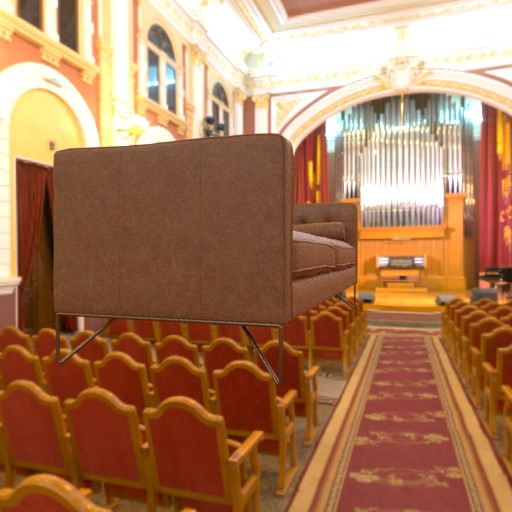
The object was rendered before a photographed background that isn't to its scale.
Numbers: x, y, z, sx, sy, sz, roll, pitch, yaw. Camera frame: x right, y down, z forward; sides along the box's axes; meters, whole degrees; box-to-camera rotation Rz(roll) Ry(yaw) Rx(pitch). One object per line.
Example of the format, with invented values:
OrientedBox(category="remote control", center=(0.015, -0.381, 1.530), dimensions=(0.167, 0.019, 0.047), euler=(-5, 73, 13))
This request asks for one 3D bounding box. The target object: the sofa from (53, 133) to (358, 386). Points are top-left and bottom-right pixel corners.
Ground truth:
OrientedBox(category="sofa", center=(0.000, 0.000, 2.466), dimensions=(0.912, 0.798, 2.079), euler=(0, 0, 19))
